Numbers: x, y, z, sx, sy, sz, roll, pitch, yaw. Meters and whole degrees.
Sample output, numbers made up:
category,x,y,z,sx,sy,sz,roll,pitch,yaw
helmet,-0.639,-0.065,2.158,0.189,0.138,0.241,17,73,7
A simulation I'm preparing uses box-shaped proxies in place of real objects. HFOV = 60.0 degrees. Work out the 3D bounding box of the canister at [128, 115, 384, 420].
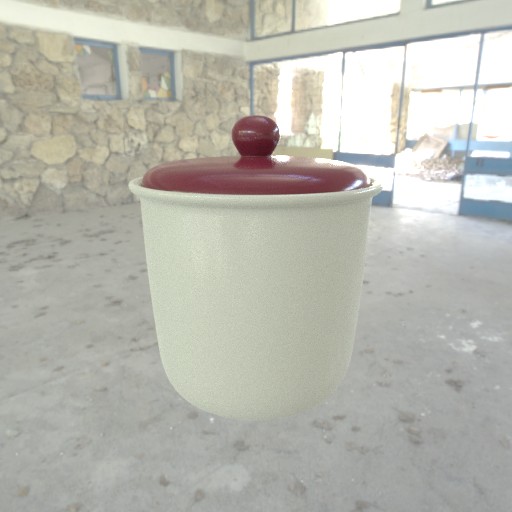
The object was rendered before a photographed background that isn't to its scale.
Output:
category,x,y,z,sx,sy,sz,roll,pitch,yaw
canister,0.000,0.000,0.343,0.182,0.208,0.182,0,16,0
